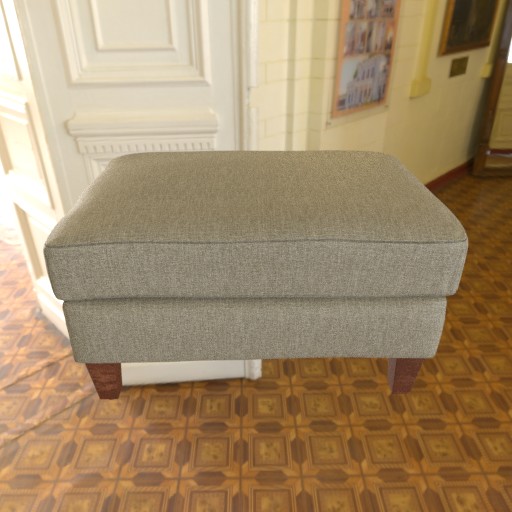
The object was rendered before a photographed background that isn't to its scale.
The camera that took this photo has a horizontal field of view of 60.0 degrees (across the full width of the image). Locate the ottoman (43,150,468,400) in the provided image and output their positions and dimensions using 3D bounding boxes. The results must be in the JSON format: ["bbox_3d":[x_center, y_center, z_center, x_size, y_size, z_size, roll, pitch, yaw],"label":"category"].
[{"bbox_3d":[0.000,0.000,1.218,0.873,0.494,0.639,-1,30,-1],"label":"ottoman"}]
